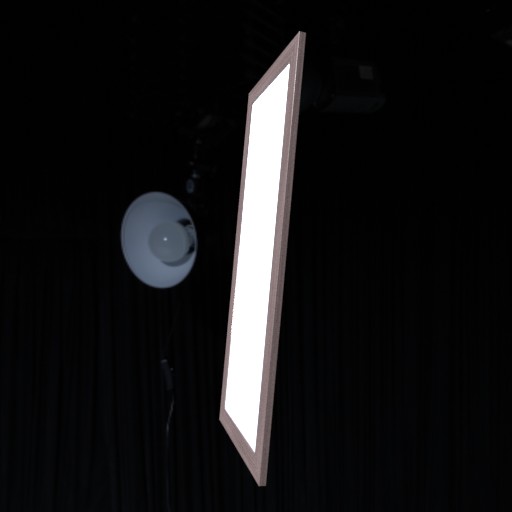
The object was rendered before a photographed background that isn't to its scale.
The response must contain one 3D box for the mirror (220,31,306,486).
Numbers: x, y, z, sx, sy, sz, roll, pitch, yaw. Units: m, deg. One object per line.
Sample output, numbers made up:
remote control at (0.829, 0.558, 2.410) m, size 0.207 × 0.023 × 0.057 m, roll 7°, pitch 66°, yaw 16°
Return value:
mirror at (0.000, 0.000, 2.359) m, size 0.221 × 2.020 × 0.812 m, roll 0°, pitch 0°, yaw -17°
